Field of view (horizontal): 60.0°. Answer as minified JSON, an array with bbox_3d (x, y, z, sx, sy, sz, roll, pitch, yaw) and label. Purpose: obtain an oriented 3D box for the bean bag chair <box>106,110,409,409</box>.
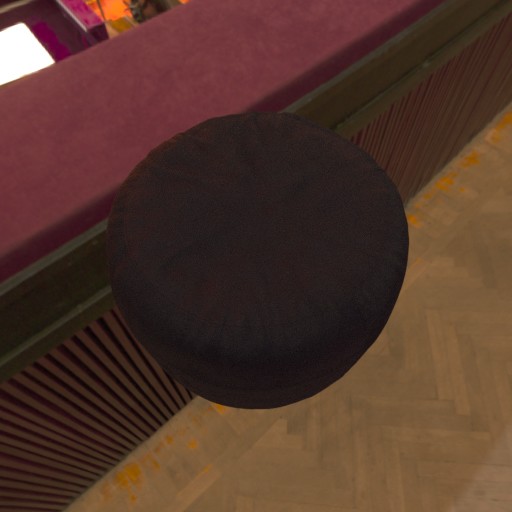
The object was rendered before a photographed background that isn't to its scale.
[{"bbox_3d":[0.000,0.000,1.948,1.219,0.762,1.219,0,59,0],"label":"bean bag chair"}]
